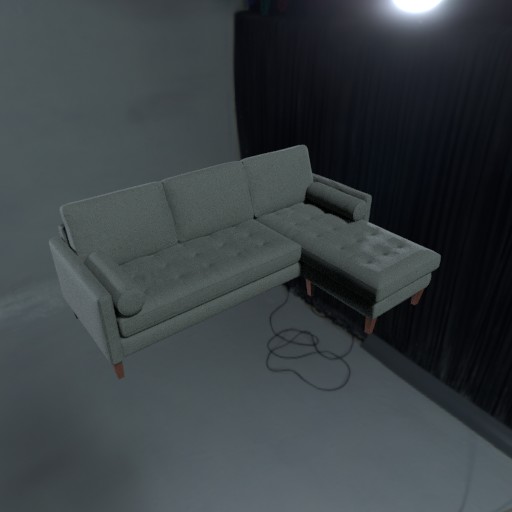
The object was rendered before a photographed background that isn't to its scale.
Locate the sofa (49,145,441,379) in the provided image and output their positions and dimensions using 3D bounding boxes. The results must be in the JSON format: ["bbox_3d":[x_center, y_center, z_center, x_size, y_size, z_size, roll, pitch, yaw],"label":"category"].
[{"bbox_3d":[0.000,0.000,2.951,2.178,0.876,1.506,-22,37,-32],"label":"sofa"}]
